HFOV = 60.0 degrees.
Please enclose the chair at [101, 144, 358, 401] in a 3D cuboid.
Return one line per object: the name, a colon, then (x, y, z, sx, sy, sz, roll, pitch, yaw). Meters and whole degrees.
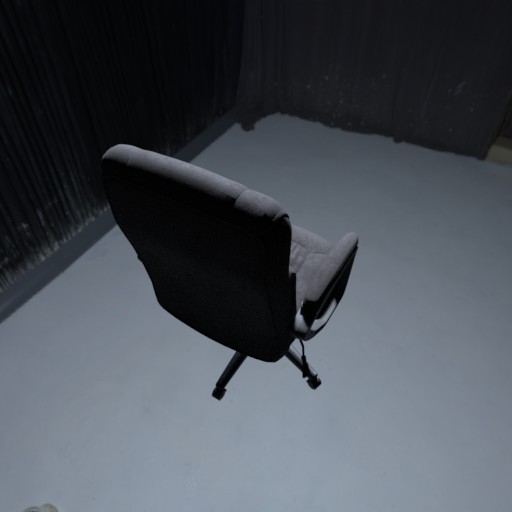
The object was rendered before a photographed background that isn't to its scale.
chair: (0.000, 0.000, 1.560, 0.667, 1.105, 0.724, 23, 50, 21)
